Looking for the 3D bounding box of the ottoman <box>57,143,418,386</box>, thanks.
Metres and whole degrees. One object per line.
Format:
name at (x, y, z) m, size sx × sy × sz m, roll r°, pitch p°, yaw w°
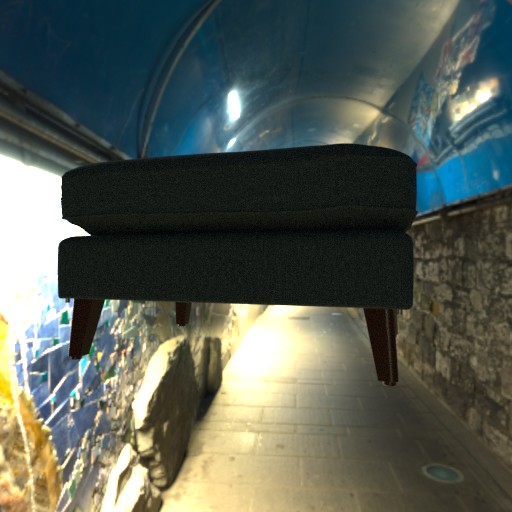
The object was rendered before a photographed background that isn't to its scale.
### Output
ottoman at (0.000, 0.000, 1.241) m, size 0.835 × 0.503 × 0.629 m, roll 0°, pitch 0°, yaw 18°
